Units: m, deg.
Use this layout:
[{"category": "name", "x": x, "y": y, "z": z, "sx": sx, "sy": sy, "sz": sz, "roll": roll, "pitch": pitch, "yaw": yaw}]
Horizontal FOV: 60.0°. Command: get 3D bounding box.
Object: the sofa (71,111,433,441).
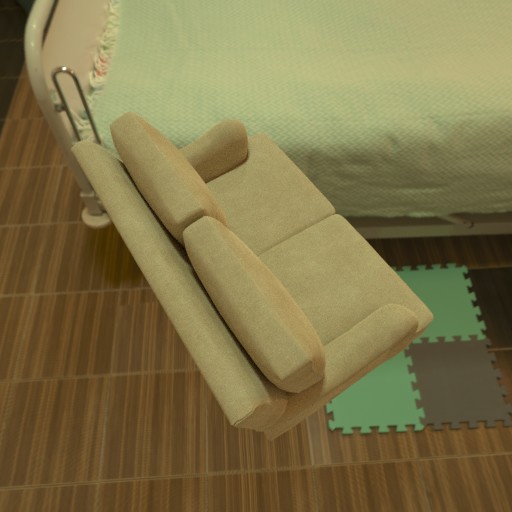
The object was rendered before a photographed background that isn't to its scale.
[{"category": "sofa", "x": 0.000, "y": 0.000, "z": 2.211, "sx": 1.086, "sy": 1.087, "sz": 1.498, "roll": -29, "pitch": 62, "yaw": -17}]
